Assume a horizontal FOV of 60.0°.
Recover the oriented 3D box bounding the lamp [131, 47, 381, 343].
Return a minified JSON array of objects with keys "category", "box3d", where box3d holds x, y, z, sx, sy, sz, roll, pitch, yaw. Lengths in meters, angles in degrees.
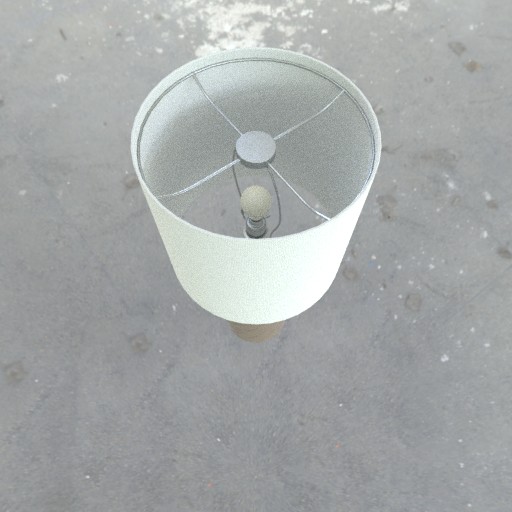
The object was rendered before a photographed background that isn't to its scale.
[{"category":"lamp","box3d":[0.000,0.000,0.573,0.207,0.461,0.207,-33,68,-15]}]
